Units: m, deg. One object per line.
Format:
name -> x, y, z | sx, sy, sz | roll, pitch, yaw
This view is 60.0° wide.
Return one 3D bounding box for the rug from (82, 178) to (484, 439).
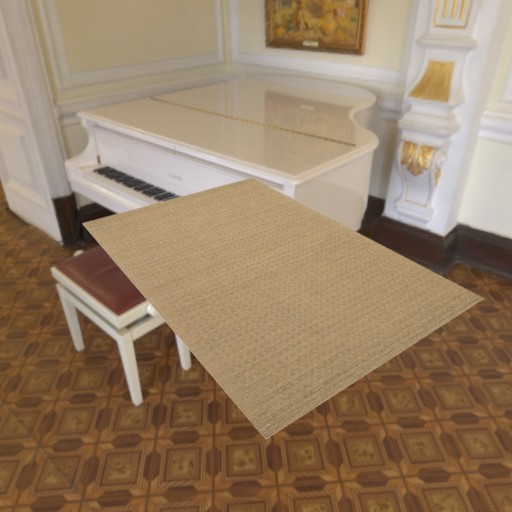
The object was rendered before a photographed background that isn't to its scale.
rug -> 0.000, 0.000, 3.715 | 1.981, 0.006, 2.895 | -21, 37, -30
